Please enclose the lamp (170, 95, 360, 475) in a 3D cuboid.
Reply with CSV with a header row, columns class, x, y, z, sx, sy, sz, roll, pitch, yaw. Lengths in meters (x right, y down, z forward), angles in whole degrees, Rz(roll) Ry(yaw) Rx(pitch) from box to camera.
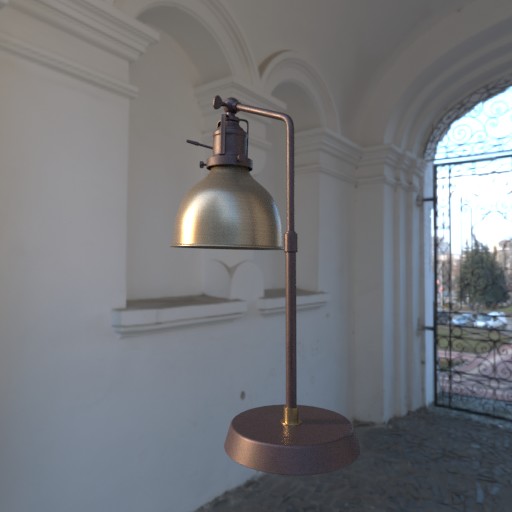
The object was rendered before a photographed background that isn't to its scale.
class,x,y,z,sx,sy,sz,roll,pitch,yaw
lamp,0.000,0.000,0.604,0.175,0.469,0.298,2,-3,-37
